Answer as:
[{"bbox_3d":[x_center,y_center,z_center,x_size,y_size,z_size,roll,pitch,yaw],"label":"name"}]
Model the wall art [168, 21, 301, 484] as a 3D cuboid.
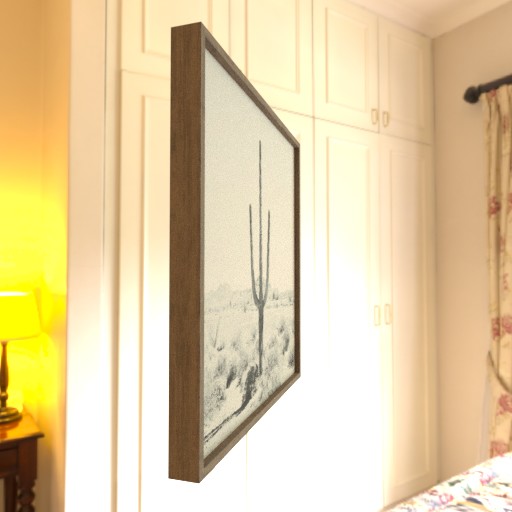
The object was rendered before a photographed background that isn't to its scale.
[{"bbox_3d":[0.000,0.000,0.733,0.038,0.508,0.508,-1,-2,18],"label":"wall art"}]
